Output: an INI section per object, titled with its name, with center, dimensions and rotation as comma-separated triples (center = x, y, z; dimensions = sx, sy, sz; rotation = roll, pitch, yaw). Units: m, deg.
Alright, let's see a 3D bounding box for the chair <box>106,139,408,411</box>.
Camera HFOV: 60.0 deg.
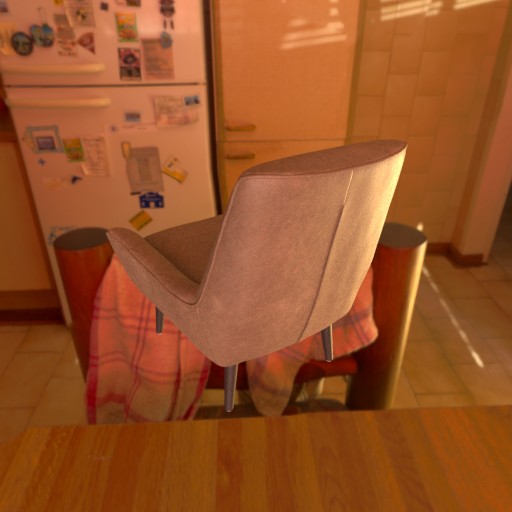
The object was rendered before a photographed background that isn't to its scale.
[chair]
center = 0.000, 0.000, 1.508
dimensions = 0.787, 0.888, 0.824
rotation = -18, 34, -28
